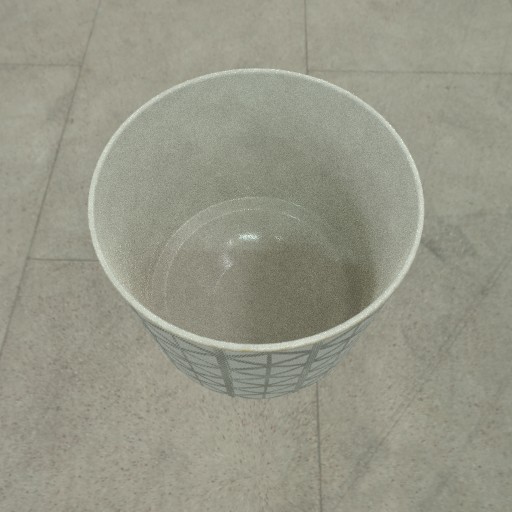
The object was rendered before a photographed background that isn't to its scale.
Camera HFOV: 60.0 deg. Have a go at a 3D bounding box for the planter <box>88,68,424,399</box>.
[{"bbox_3d":[0.000,0.000,0.439,0.250,0.239,0.250,0,64,0],"label":"planter"}]
